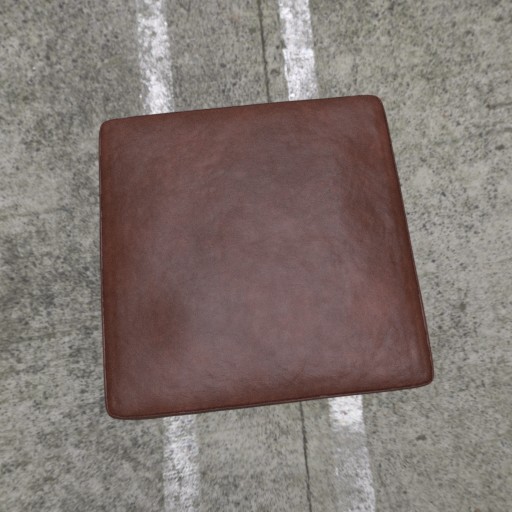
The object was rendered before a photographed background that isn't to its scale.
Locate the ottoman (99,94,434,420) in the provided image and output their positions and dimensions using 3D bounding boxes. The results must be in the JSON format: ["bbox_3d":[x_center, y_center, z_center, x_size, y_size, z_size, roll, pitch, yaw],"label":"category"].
[{"bbox_3d":[0.000,0.000,1.321,0.844,0.415,0.836,-6,77,-1],"label":"ottoman"}]
